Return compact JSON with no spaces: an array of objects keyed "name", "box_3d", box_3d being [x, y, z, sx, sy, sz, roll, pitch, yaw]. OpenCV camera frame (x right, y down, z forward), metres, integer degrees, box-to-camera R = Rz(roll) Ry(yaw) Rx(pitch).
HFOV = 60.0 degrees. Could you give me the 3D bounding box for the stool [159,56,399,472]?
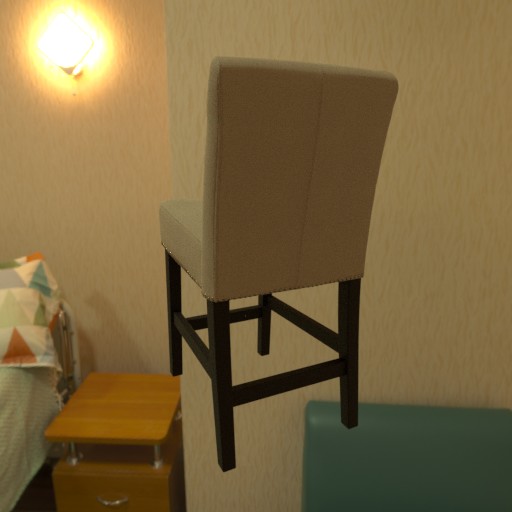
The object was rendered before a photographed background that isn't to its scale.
[{"name":"stool","box_3d":[0.000,0.000,1.183,0.427,0.885,0.571,-7,16,-26]}]
